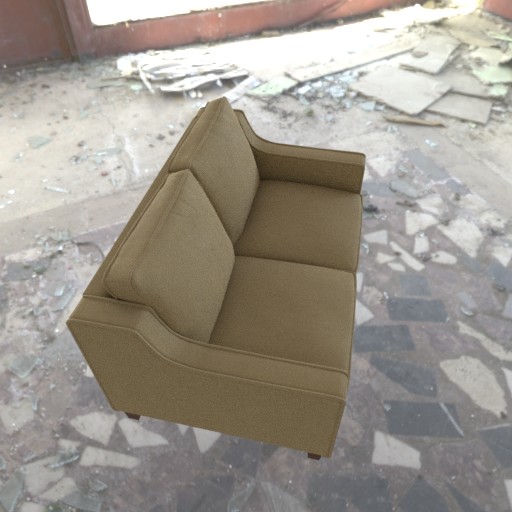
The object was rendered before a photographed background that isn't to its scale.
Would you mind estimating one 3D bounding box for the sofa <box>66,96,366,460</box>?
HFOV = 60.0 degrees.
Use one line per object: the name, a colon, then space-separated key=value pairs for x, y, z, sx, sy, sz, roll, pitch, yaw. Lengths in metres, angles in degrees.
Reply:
sofa: x=0.000 y=0.000 z=2.151 sx=0.987 sy=0.971 sz=1.501 roll=9 pitch=47 yaw=9
